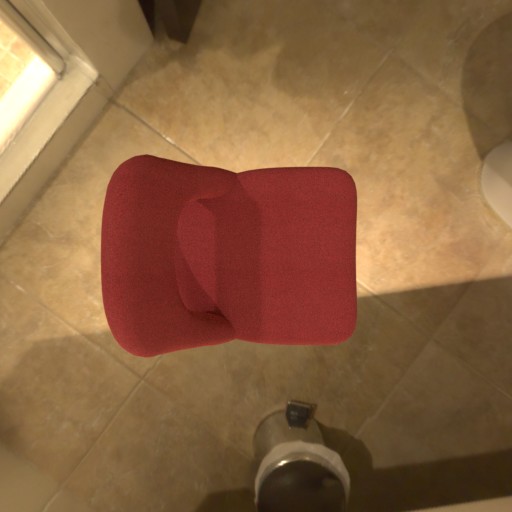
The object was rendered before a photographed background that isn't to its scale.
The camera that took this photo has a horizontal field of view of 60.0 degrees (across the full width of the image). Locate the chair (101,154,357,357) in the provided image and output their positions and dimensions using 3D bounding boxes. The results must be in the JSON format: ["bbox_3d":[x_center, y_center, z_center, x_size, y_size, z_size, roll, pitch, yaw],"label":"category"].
[{"bbox_3d":[0.000,0.000,1.214,0.569,0.892,0.483,0,90,-1],"label":"chair"}]
